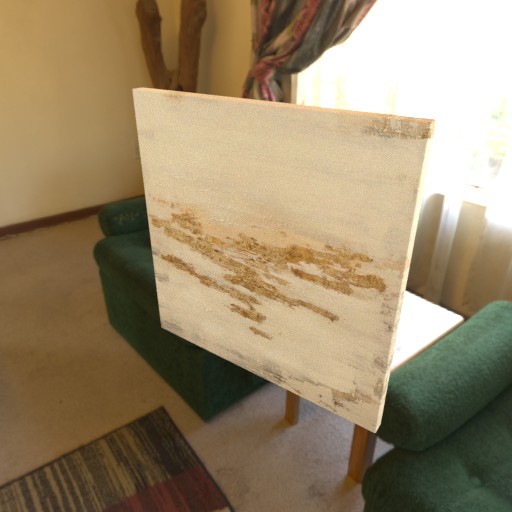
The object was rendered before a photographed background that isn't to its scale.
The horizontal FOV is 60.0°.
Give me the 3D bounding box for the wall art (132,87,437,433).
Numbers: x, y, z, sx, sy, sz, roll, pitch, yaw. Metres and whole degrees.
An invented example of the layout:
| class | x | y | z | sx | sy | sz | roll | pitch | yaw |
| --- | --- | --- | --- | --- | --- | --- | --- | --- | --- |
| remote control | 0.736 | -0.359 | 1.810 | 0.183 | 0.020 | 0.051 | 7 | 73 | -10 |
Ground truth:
| class | x | y | z | sx | sy | sz | roll | pitch | yaw |
| --- | --- | --- | --- | --- | --- | --- | --- | --- | --- |
| wall art | 0.000 | 0.000 | 1.133 | 0.753 | 0.755 | 0.038 | 18 | 33 | 31 |
